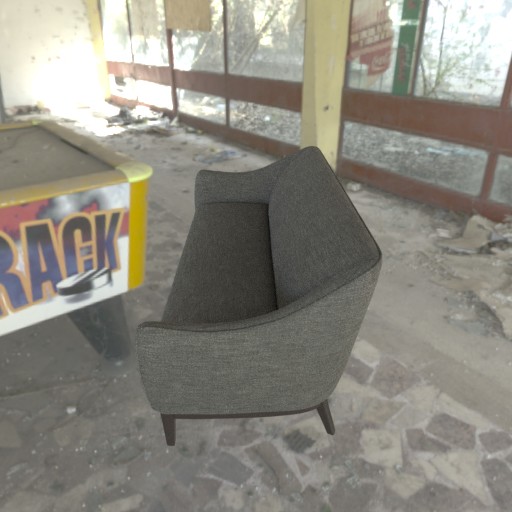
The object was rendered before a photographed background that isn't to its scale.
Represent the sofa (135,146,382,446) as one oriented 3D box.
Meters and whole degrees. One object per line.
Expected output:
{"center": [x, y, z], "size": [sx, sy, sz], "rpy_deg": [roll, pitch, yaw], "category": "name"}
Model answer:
{"center": [0.000, 0.000, 2.397], "size": [0.867, 0.829, 1.928], "rpy_deg": [0, 26, -1], "category": "sofa"}
